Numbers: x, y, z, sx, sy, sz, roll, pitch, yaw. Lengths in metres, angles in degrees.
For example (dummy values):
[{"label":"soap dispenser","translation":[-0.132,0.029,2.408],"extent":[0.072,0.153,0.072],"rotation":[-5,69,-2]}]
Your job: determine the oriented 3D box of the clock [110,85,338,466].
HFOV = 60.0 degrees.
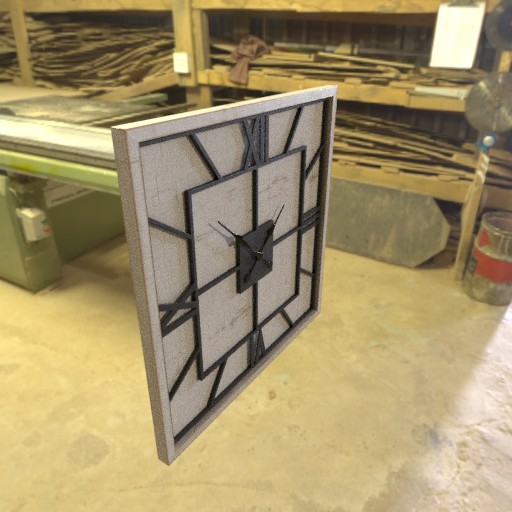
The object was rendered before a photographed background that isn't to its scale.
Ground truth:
[{"label":"clock","translation":[0.000,0.000,1.056],"extent":[0.032,0.705,0.705],"rotation":[17,31,30]}]
